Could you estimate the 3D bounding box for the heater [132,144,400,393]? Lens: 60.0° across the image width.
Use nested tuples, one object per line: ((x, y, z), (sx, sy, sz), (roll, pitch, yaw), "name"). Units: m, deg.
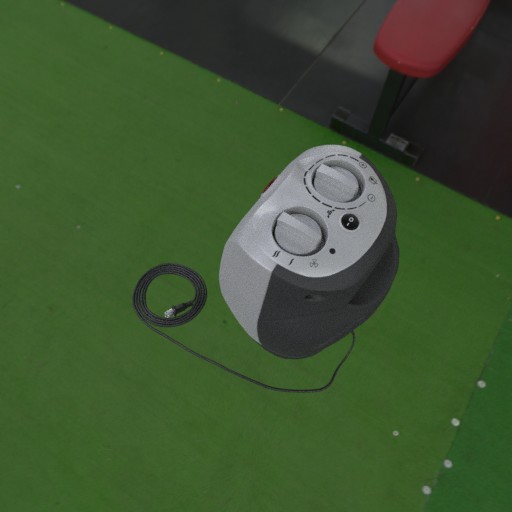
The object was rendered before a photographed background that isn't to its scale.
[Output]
((0.000, 0.000, 0.495), (0.291, 0.255, 0.239), (33, 69, 15), "heater")
